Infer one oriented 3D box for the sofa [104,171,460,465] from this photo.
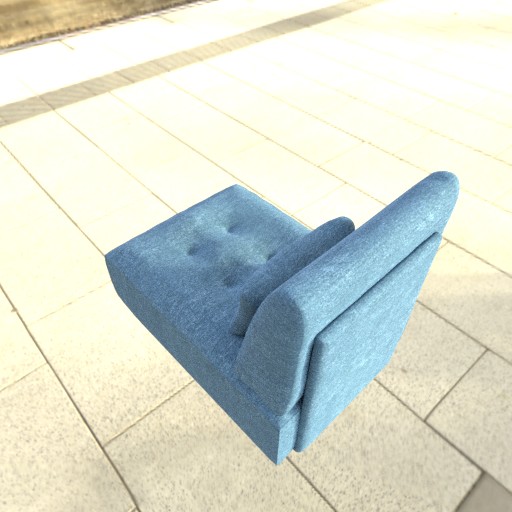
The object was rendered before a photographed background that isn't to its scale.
[{"bbox_3d":[0.000,0.000,1.559,0.700,0.820,1.000,-34,54,-29],"label":"sofa"}]
